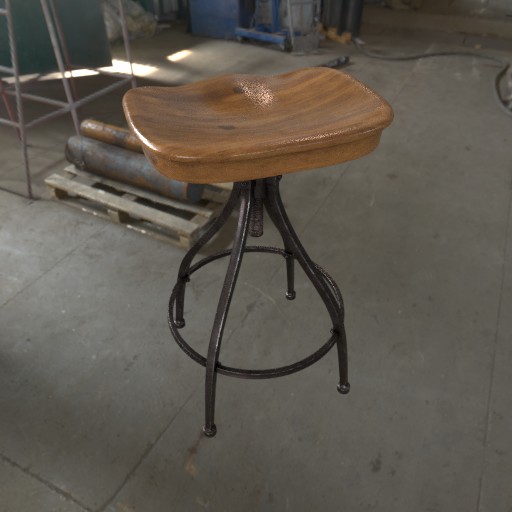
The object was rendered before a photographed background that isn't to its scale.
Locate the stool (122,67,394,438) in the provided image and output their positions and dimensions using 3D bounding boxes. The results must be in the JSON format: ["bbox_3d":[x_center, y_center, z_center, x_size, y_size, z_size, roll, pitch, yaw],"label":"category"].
[{"bbox_3d":[0.000,0.000,0.971,0.432,0.694,0.424,-13,42,-15],"label":"stool"}]
